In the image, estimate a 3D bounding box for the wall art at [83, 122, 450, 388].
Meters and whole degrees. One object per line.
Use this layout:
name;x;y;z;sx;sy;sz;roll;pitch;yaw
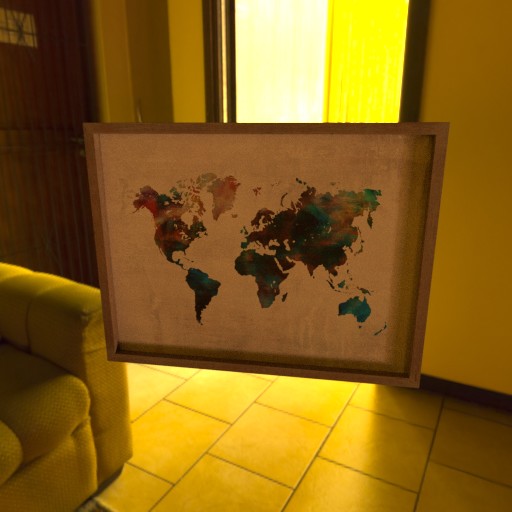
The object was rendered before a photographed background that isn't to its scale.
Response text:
wall art;0.000;0.000;1.750;1.320;1.009;0.070;3;16;9
